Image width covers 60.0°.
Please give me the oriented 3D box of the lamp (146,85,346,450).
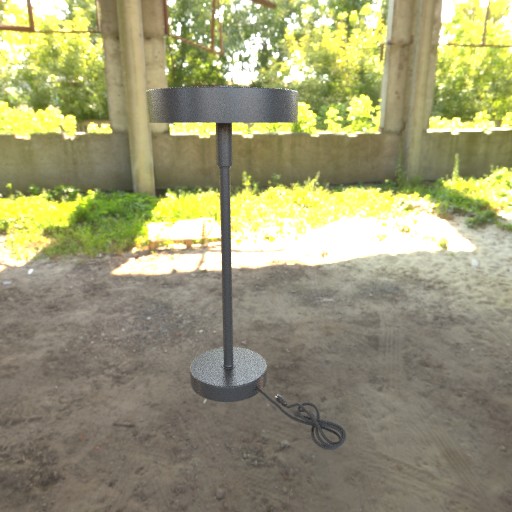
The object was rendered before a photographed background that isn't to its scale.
[{"bbox_3d":[0.000,0.000,0.698,0.369,0.508,0.229,16,23,42],"label":"lamp"}]
